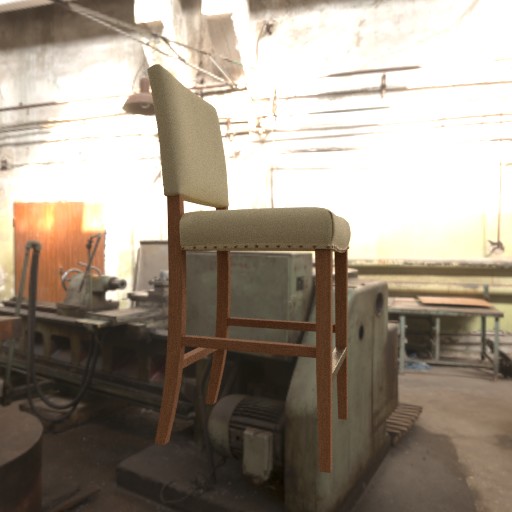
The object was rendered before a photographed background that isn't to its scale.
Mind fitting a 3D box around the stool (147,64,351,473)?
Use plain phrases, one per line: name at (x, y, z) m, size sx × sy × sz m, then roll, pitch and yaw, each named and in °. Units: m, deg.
stool at (0.000, 0.000, 1.478) m, size 0.584 × 1.168 × 0.445 m, roll 0°, pitch 1°, yaw 18°
